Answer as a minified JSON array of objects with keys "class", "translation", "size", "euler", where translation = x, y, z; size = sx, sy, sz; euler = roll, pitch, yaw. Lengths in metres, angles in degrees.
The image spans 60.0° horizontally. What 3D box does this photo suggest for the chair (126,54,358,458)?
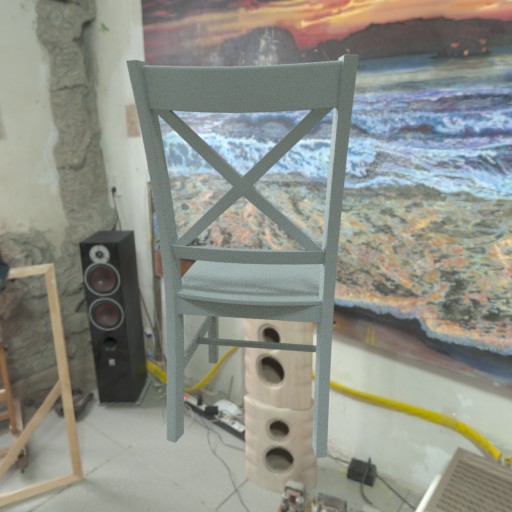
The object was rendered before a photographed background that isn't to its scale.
[{"class":"chair","translation":[0.000,0.000,1.277],"size":[0.485,0.983,0.542],"euler":[2,16,8]}]
